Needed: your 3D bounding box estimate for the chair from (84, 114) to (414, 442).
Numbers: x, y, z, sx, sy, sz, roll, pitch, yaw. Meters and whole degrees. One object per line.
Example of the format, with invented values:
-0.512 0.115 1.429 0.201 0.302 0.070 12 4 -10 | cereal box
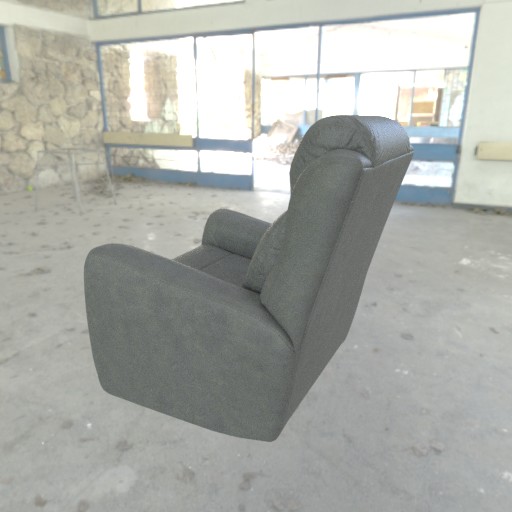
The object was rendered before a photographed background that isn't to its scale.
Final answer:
0.000 0.000 1.846 1.068 1.116 0.967 9 19 26 | chair
